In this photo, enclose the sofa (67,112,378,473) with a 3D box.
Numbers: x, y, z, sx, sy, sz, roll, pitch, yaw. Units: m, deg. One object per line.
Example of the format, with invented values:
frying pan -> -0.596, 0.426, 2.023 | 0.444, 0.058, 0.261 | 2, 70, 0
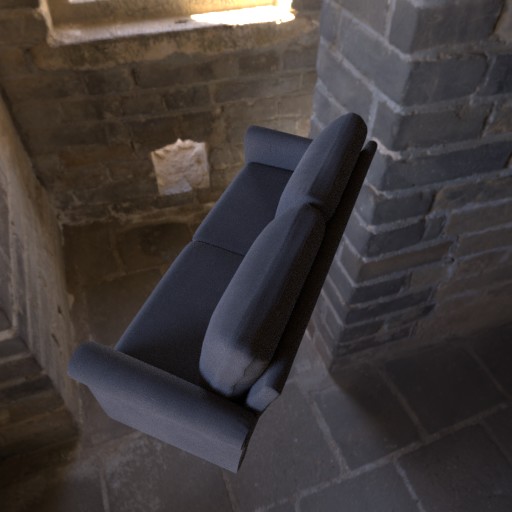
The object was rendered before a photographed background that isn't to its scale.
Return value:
sofa -> 0.000, 0.000, 2.338 | 0.842, 0.942, 1.935 | 17, 50, 15
